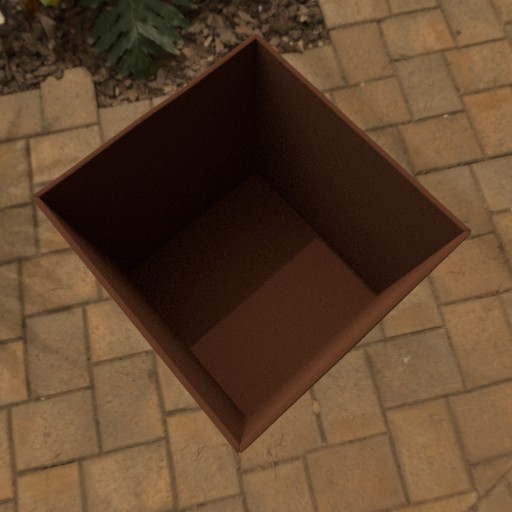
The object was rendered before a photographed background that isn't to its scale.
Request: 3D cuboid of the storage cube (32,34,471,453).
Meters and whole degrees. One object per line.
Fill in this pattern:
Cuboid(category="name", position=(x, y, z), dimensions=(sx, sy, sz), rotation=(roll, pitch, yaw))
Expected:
Cuboid(category="storage cube", position=(0.000, 0.000, 0.498), dimensions=(0.270, 0.280, 0.270), rotation=(-40, 78, -11))
